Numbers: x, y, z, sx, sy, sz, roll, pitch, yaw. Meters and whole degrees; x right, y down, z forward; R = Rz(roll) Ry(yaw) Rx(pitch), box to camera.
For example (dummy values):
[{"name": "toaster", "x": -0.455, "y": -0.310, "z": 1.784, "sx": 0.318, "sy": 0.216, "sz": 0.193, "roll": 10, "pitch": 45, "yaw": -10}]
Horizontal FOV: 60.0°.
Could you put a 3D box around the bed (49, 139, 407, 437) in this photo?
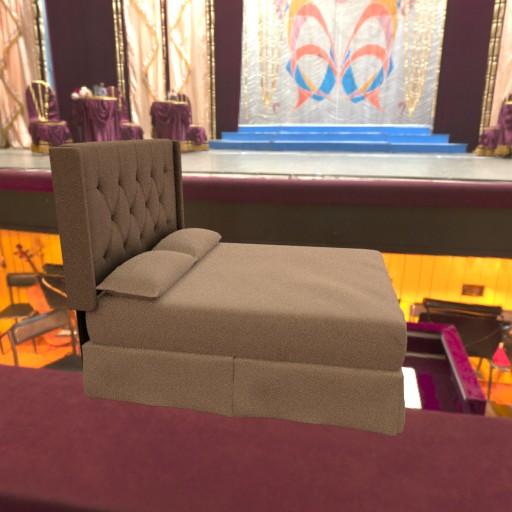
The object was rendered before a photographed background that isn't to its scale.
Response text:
[{"name": "bed", "x": 0.000, "y": 0.000, "z": 3.308, "sx": 2.066, "sy": 1.665, "sz": 1.719, "roll": 3, "pitch": 16, "yaw": 10}]
